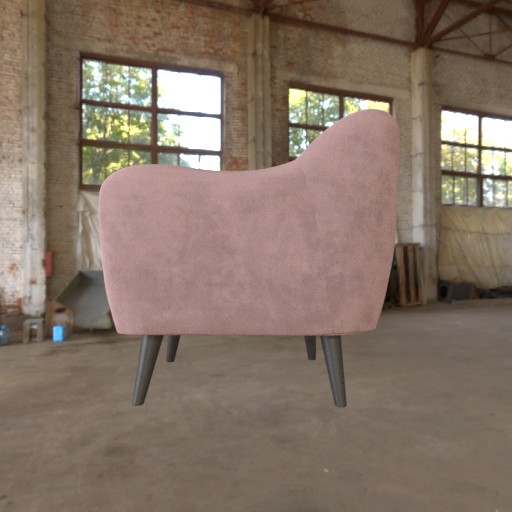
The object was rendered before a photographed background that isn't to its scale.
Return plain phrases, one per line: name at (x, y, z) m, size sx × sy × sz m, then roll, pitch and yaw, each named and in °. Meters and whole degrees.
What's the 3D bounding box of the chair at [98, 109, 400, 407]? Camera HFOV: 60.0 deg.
chair at (0.000, 0.000, 1.483) m, size 0.820 × 0.820 × 0.840 m, roll 0°, pitch 0°, yaw -1°
